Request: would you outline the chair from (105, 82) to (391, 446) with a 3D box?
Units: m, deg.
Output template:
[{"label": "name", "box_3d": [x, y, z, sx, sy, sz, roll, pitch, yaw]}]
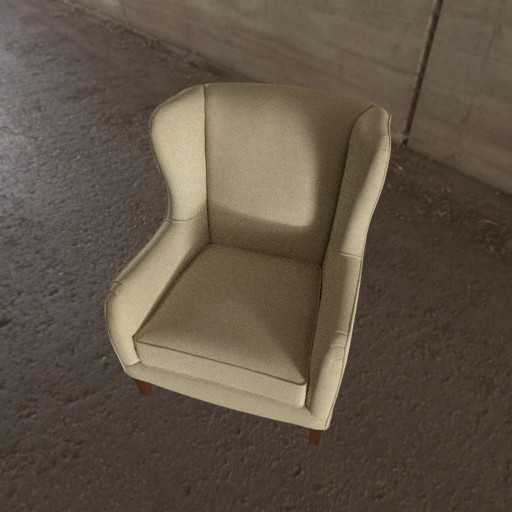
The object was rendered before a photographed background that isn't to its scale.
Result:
[{"label": "chair", "box_3d": [0.000, 0.000, 1.749, 0.838, 1.040, 0.966, 12, 43, 13]}]
